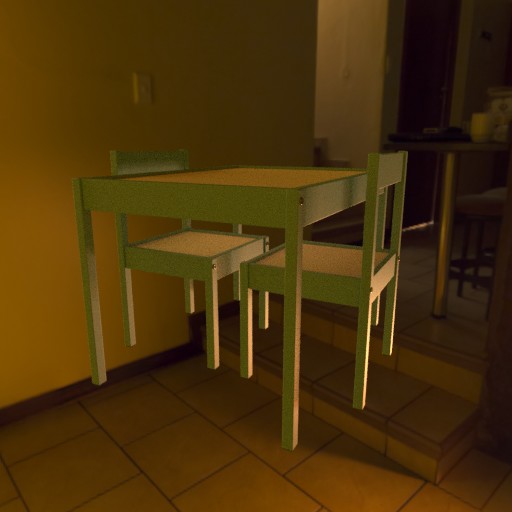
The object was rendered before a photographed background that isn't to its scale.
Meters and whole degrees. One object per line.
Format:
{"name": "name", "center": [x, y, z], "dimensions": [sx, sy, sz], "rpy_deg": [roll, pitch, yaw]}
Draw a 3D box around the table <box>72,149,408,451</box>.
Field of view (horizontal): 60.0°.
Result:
{"name": "table", "center": [0.000, 0.000, 1.088], "dimensions": [0.633, 0.503, 0.639], "rpy_deg": [7, 16, 27]}
